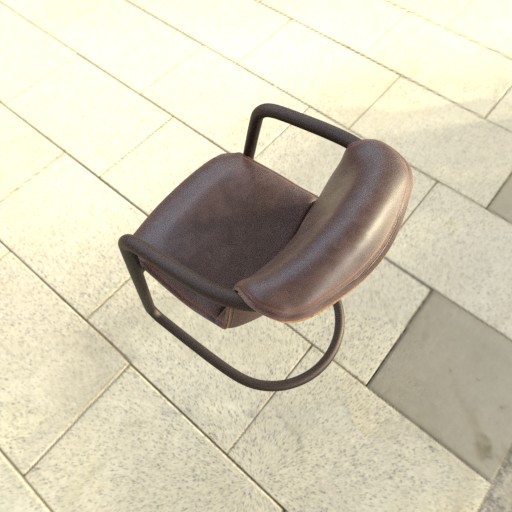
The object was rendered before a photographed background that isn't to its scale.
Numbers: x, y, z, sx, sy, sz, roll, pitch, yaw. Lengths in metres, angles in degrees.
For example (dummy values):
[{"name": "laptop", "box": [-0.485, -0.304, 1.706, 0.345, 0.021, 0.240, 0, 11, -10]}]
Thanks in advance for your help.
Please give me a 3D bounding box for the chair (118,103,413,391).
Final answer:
[{"name": "chair", "box": [0.000, 0.000, 1.266, 0.664, 0.836, 0.536, 34, 68, 16]}]
